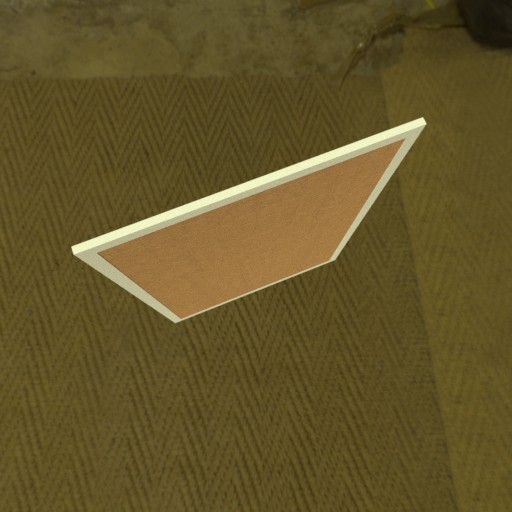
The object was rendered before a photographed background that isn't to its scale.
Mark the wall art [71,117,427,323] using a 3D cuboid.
[{"bbox_3d":[0.000,0.000,1.238,0.660,0.965,0.015,-21,76,-6],"label":"wall art"}]
